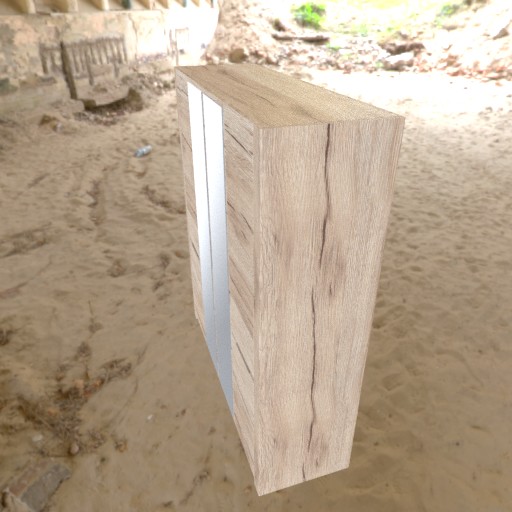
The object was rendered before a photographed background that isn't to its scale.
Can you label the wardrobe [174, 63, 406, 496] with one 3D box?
[{"bbox_3d":[0.000,0.000,2.835,0.580,2.070,1.810,-9,31,-16],"label":"wardrobe"}]
